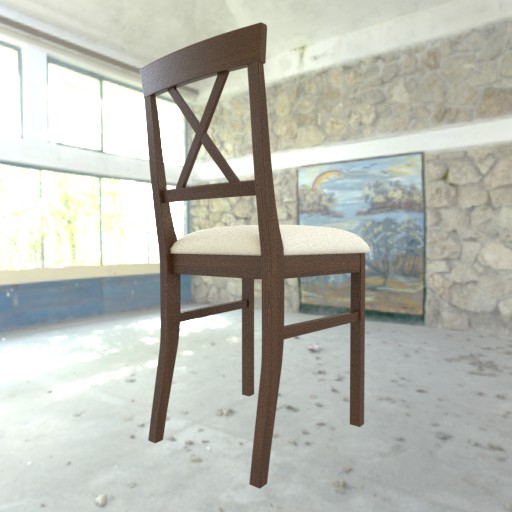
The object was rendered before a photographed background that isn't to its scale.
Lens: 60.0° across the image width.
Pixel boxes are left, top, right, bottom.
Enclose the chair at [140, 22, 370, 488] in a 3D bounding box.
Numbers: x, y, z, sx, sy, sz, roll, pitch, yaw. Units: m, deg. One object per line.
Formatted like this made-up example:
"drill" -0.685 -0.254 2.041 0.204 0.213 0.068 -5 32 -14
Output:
"chair" 0.000 0.000 1.151 0.440 0.913 0.480 1 2 38
